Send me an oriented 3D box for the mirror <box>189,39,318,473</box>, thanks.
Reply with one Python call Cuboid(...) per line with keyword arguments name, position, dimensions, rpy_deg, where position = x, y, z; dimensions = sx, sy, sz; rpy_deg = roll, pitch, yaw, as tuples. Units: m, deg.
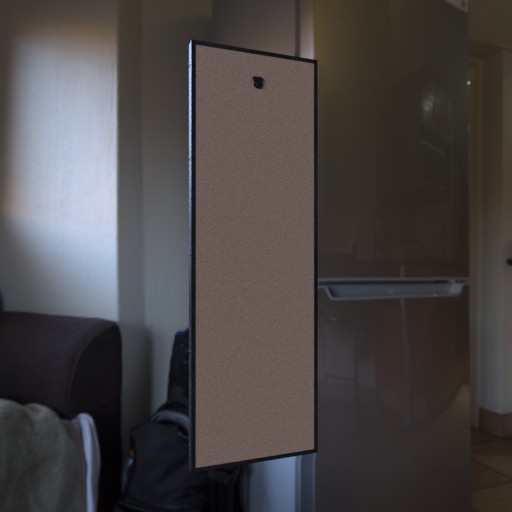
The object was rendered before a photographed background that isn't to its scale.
Cuboid(name="mirror", position=(0.000, 0.000, 1.167), dimensions=(0.354, 1.080, 0.042), rpy_deg=(0, 0, -19))
